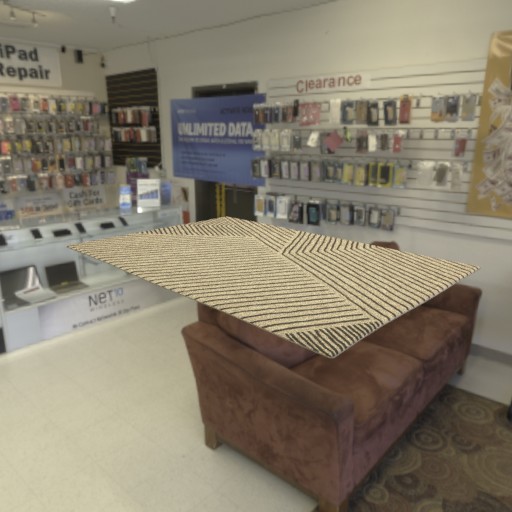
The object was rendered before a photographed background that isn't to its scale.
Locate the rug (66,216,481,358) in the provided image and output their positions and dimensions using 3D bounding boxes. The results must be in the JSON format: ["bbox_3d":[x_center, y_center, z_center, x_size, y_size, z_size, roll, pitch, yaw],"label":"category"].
[{"bbox_3d":[0.000,0.000,2.337,1.842,0.019,1.237,15,22,42],"label":"rug"}]
